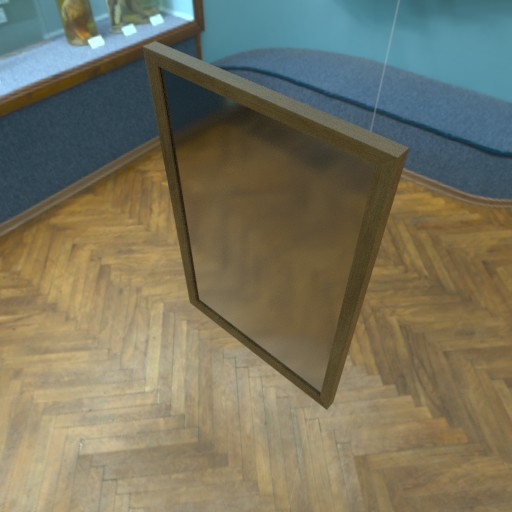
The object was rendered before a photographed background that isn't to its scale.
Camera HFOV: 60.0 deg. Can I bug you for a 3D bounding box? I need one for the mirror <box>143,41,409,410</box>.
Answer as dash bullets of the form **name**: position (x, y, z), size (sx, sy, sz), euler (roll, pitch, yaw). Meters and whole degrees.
- **mirror**: position (0.000, 0.000, 1.154), size (0.609, 0.915, 0.040), euler (33, 56, 26)
